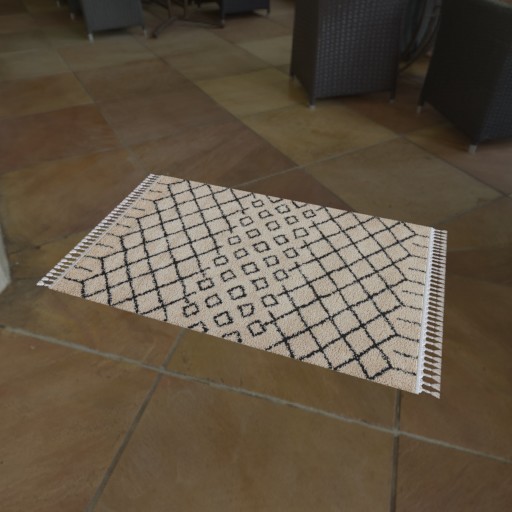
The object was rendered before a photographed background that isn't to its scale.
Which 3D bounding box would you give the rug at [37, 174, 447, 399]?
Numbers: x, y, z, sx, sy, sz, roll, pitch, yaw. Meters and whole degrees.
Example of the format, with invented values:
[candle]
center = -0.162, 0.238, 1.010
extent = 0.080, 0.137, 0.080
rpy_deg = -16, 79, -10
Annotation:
[rug]
center = 0.000, 0.000, 2.480
extent = 2.006, 0.008, 1.196
rpy_deg = 13, 43, 15
